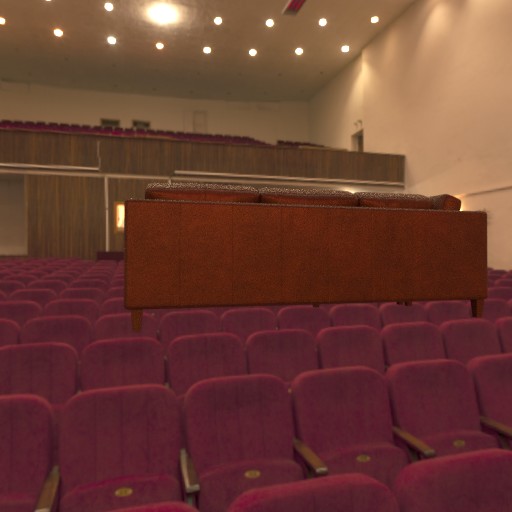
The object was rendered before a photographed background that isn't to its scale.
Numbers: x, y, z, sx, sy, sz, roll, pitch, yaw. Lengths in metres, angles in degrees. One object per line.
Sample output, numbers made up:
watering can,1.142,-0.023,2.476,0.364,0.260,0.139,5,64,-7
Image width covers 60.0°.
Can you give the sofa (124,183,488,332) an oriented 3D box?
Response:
sofa,0.000,0.000,4.364,2.452,0.891,3.324,0,-1,-16
